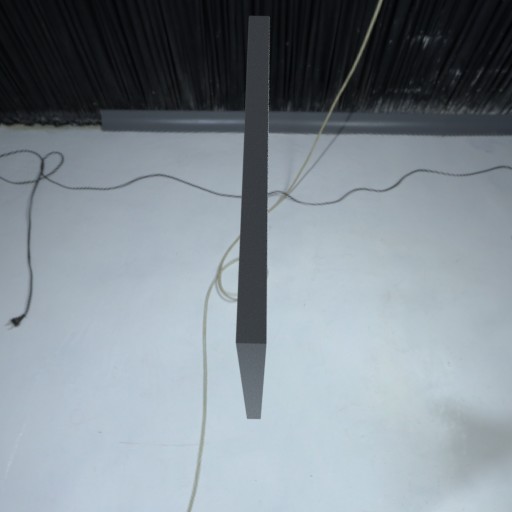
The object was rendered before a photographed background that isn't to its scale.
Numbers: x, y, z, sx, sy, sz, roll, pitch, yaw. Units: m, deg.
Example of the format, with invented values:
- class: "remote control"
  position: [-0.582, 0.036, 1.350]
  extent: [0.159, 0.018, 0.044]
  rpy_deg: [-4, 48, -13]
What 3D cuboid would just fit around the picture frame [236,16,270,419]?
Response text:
- class: "picture frame"
  position: [0.000, 0.000, 0.756]
  extent: [0.028, 0.556, 0.460]
  rpy_deg: [1, 63, 1]
